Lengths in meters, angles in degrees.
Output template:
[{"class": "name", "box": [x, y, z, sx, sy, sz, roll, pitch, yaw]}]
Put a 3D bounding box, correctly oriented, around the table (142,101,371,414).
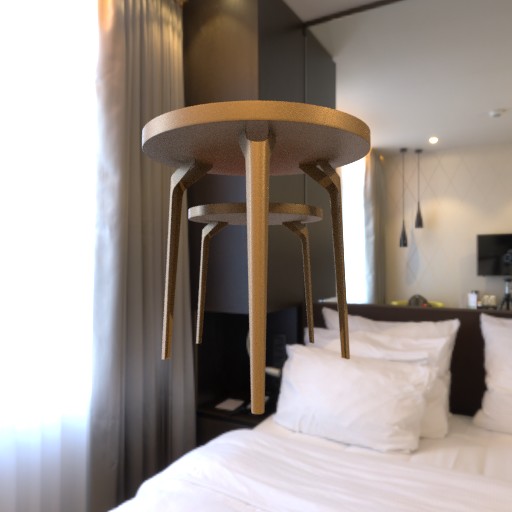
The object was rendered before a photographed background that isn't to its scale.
[{"class": "table", "box": [0.000, 0.000, 1.146, 0.532, 0.555, 0.751, 0, -1, 0]}]
